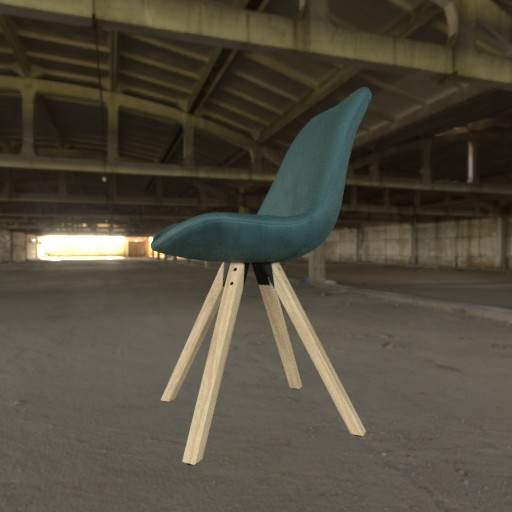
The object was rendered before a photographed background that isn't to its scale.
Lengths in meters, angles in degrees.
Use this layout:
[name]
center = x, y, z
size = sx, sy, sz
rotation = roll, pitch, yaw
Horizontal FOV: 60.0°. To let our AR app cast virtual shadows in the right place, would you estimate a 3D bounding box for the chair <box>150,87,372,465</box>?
[chair]
center = 0.000, 0.000, 1.185
size = 0.547, 0.865, 0.483
rotation = 0, 1, -19
